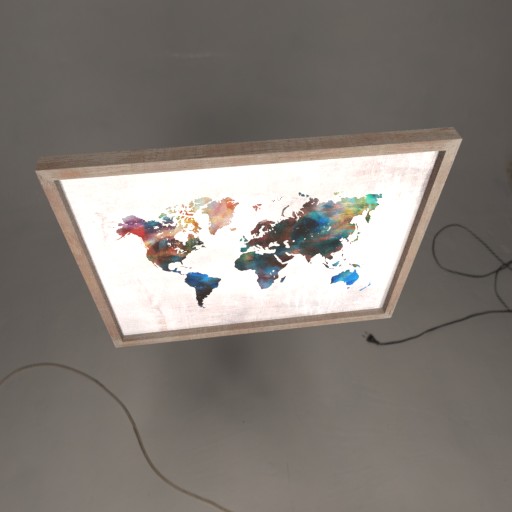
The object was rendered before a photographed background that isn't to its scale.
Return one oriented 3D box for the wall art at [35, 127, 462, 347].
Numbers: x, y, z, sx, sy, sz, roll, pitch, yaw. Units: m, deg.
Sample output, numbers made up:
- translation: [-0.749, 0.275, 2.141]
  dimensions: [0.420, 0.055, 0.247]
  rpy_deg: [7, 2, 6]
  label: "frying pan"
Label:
- translation: [0.000, 0.000, 1.757]
  dimensions: [1.320, 1.009, 0.070]
  rpy_deg: [-5, 48, -5]
  label: "wall art"
